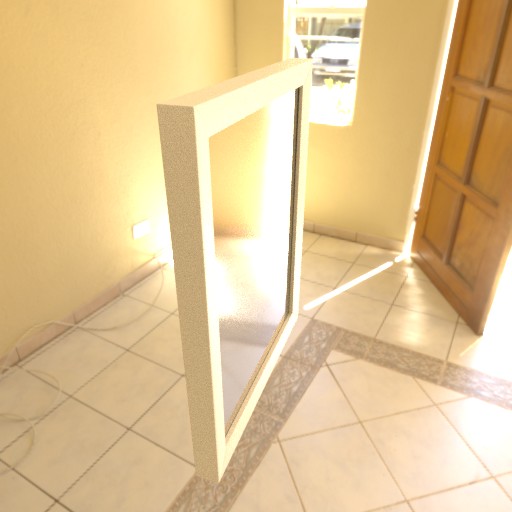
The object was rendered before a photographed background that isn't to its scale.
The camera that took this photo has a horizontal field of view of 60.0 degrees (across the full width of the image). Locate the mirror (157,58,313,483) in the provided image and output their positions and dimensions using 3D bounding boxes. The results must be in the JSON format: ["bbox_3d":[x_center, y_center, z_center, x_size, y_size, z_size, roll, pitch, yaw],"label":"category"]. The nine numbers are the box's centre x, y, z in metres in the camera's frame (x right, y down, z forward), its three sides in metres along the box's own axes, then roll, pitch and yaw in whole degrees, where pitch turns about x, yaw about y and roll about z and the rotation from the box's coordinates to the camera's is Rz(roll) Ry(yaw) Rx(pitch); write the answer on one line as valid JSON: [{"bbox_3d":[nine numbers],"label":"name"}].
[{"bbox_3d":[0.000,0.000,0.664,0.041,0.508,0.405,10,31,18],"label":"mirror"}]
